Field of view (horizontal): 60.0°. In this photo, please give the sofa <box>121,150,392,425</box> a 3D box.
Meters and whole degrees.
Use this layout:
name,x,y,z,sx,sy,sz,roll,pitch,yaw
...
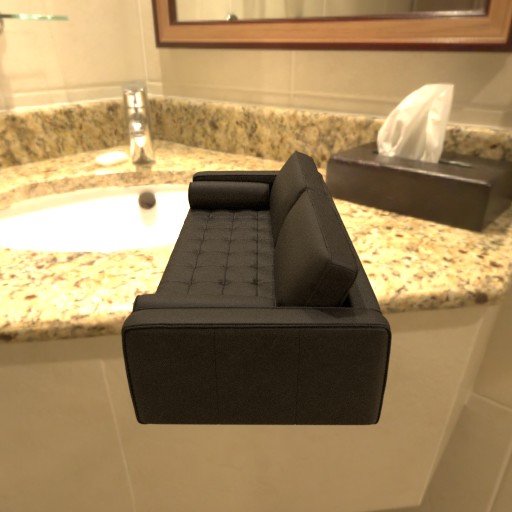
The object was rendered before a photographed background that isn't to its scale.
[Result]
name,x,y,z,sx,sy,sz,roll,pitch,yaw
sofa,0.000,0.000,2.343,0.921,0.770,1.879,0,26,0
